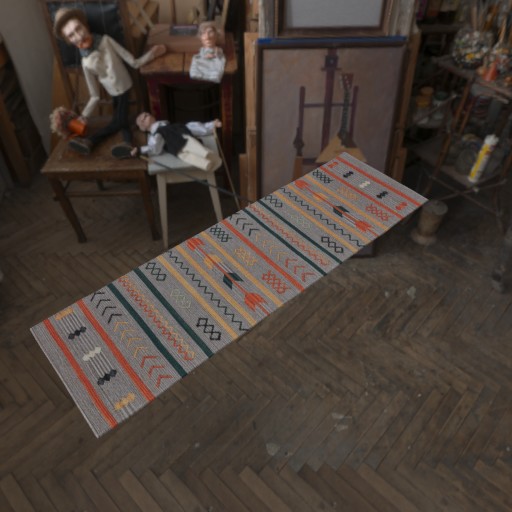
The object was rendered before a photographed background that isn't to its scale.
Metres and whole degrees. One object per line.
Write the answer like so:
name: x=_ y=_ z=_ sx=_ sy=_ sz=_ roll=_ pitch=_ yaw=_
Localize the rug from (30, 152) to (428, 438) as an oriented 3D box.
rug: x=0.000 y=0.000 z=2.614 sx=2.419 sy=0.022 sz=0.744 roll=-32 pitch=55 yaw=-26
